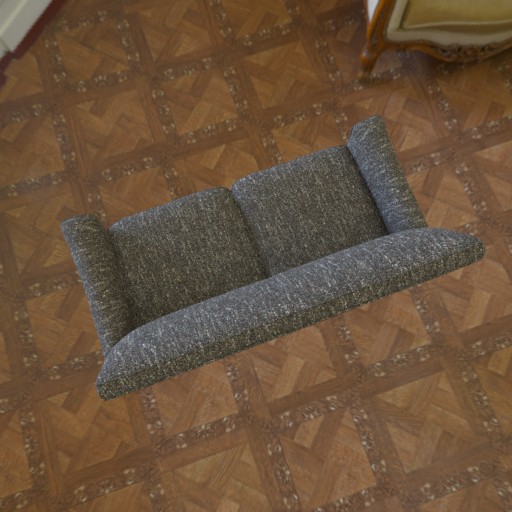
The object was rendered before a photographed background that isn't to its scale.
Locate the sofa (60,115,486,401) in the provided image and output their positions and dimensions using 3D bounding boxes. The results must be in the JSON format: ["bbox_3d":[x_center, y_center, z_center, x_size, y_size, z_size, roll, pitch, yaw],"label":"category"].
[{"bbox_3d":[0.000,0.000,2.030,1.519,0.946,0.801,-20,77,-5],"label":"sofa"}]
